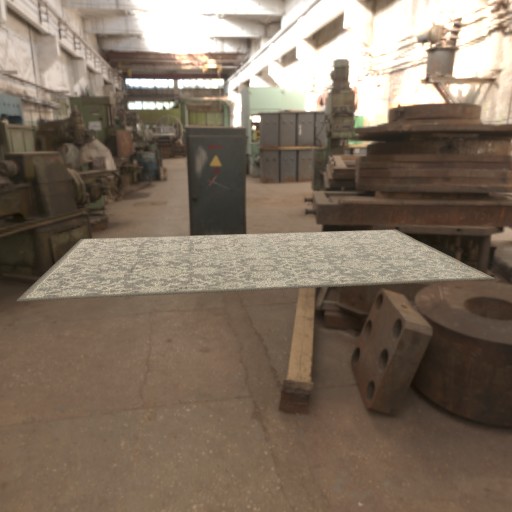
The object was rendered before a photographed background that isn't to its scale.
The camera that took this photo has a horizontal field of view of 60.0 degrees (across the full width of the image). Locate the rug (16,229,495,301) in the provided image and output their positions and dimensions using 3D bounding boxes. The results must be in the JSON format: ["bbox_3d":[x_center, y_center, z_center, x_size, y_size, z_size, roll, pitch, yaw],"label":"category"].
[{"bbox_3d":[0.000,0.000,3.534,3.048,0.011,1.546,-2,16,-7],"label":"rug"}]
